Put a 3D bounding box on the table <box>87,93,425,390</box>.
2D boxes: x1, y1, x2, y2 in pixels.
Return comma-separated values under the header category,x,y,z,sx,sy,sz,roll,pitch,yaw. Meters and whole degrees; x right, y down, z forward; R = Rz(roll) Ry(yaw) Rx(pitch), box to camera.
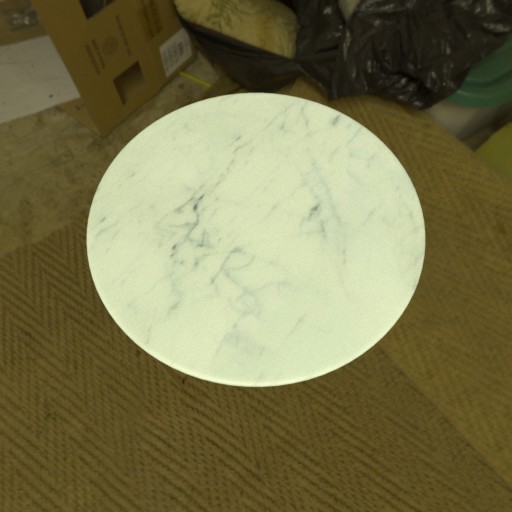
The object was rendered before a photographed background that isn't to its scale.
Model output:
category,x,y,z,sx,sy,sz,roll,pitch,yaw
table,0.000,0.000,1.258,0.800,0.450,0.800,0,64,0
